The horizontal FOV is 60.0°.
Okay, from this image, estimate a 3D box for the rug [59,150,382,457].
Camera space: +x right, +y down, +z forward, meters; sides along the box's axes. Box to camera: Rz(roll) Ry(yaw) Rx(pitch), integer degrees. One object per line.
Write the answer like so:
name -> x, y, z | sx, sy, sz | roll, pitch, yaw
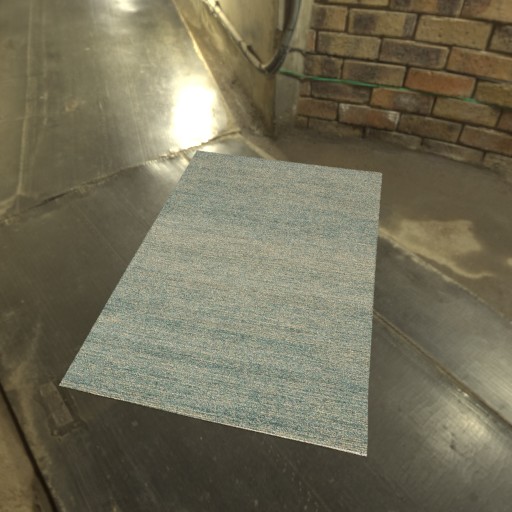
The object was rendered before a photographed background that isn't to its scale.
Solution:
rug -> 0.000, 0.000, 5.225 | 2.802, 0.052, 4.078 | 9, 47, 9
